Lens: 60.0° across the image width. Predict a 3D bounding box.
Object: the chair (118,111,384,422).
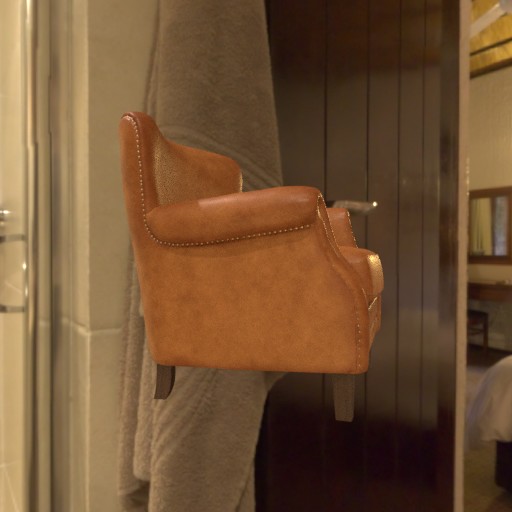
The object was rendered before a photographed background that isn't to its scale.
[{"bbox_3d":[0.000,0.000,1.668,0.921,0.936,0.861,0,1,19],"label":"chair"}]
